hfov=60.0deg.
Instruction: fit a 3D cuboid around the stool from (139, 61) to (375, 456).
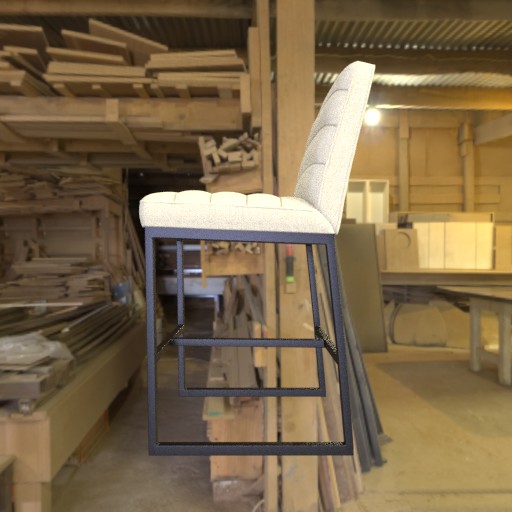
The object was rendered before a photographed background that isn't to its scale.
[{"bbox_3d":[0.000,0.000,1.261,0.560,0.940,0.460,0,1,0],"label":"stool"}]
